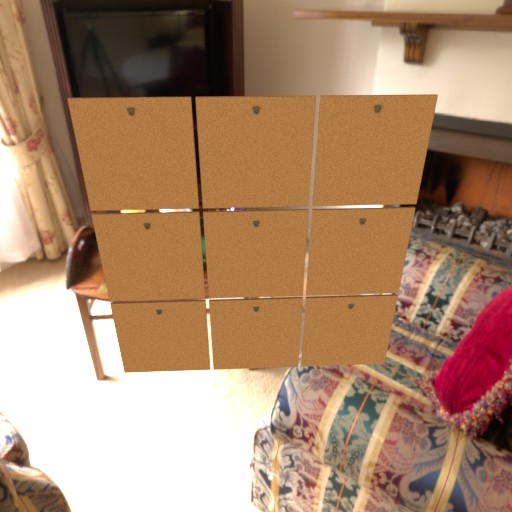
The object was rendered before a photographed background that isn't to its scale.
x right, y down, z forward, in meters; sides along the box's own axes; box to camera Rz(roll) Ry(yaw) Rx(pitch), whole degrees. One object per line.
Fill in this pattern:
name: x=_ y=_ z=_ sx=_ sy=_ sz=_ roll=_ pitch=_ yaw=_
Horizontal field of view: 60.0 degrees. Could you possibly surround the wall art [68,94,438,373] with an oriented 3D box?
wall art: x=0.000 y=0.000 z=2.223 sx=1.533 sy=1.532 sz=0.019 roll=-1 pitch=31 yaw=-2
